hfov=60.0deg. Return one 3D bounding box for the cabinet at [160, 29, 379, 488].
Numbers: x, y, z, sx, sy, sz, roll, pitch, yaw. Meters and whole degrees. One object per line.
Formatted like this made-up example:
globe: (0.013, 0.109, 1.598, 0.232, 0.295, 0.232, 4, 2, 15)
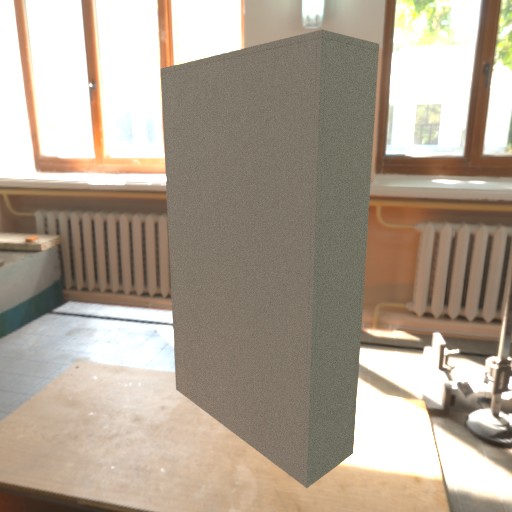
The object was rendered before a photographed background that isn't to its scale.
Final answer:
cabinet: (0.000, 0.000, 1.548, 0.250, 1.280, 0.750, -12, 19, -40)
